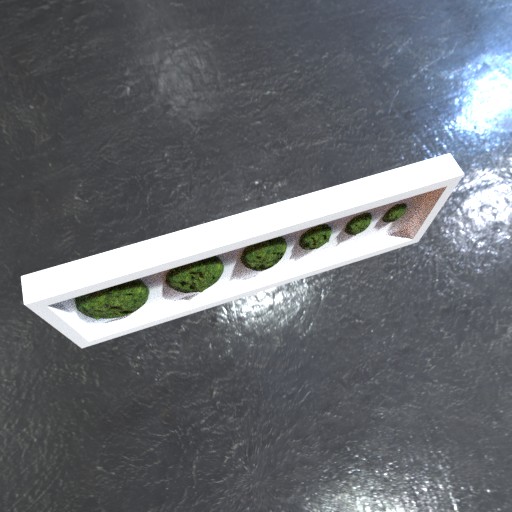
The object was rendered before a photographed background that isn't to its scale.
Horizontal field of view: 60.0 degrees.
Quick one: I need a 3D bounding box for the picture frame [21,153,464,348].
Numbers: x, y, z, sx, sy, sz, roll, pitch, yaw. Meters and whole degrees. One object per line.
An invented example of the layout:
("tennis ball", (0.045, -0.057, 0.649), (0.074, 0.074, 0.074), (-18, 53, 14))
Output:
("picture frame", (0.000, 0.000, 0.848), (0.759, 0.250, 0.050), (-17, 64, -8))
